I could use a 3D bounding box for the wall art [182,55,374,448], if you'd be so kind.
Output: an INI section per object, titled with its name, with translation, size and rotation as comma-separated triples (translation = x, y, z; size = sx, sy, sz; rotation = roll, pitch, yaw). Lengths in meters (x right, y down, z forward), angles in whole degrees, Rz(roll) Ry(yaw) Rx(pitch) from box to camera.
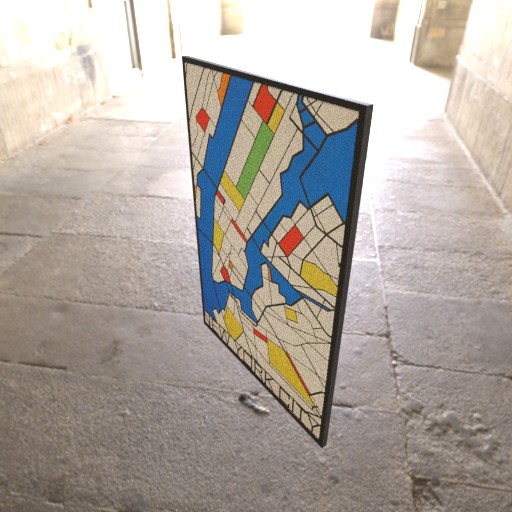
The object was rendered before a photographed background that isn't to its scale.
[wall art]
translation = 0.000, 0.000, 0.853
size = 0.013, 0.657, 0.457
rotation = -21, 38, -30
